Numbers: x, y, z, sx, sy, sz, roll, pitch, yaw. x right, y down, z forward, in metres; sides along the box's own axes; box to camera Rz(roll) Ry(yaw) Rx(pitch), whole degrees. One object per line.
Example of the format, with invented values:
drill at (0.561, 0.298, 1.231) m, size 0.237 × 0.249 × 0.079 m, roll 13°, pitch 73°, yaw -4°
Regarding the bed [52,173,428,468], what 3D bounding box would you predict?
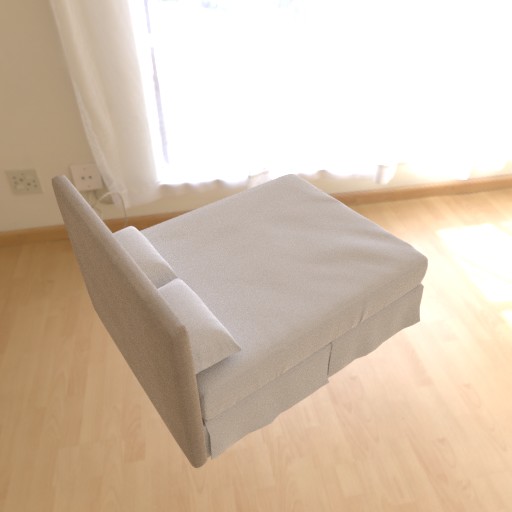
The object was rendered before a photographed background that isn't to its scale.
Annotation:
bed at (0.000, 0.000, 3.269) m, size 2.162 × 1.330 × 1.713 m, roll -25°, pitch 46°, yaw -27°
